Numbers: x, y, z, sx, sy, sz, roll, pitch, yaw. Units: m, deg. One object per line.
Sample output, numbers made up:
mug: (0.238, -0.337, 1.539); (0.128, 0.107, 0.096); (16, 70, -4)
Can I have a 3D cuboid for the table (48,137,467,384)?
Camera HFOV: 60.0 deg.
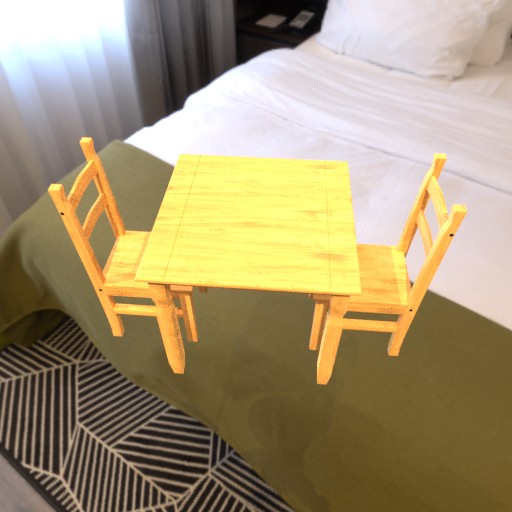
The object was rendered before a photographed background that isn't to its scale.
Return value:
table: (0.000, 0.000, 2.043); (1.501, 0.942, 0.813); (3, 46, 3)
